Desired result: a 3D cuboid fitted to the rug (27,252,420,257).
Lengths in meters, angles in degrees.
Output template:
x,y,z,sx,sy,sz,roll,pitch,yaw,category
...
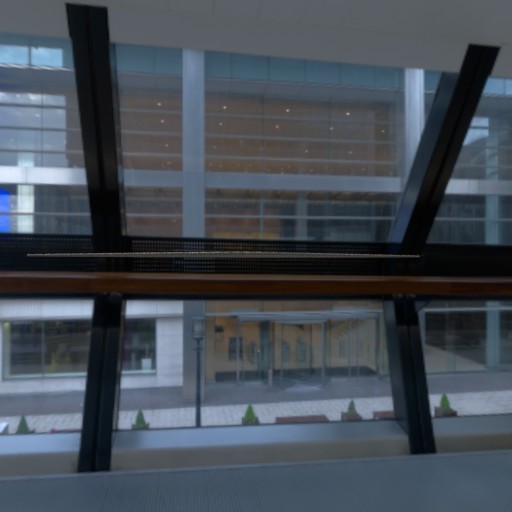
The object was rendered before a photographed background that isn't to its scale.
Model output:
x,y,z,sx,sy,sz,roll,pitch,yaw,category
0.000,0.000,2.307,1.175,0.008,1.783,0,-1,35,rug
